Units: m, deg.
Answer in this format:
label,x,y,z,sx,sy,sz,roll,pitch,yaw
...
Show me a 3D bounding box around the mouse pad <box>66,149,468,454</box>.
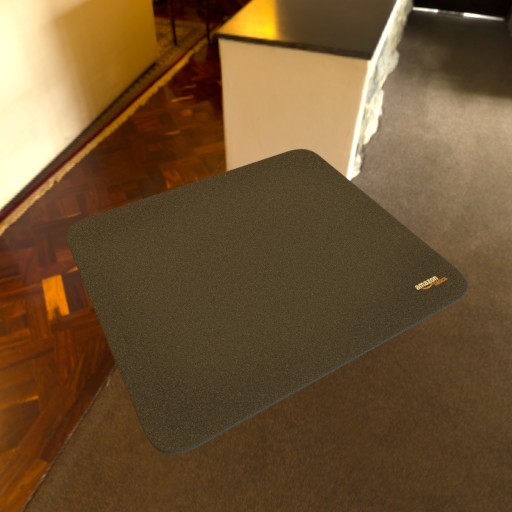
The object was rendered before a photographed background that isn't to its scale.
label,x,y,z,sx,sy,sz,roll,pitch,yaw
mouse pad,0.000,0.000,0.319,0.229,0.003,0.203,-23,50,-20
